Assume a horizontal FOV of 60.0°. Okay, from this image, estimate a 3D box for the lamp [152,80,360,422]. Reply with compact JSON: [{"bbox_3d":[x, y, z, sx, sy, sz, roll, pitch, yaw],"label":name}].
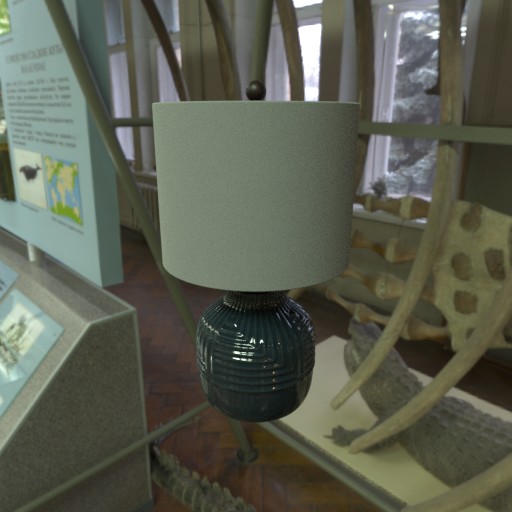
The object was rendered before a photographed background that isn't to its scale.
[{"bbox_3d":[0.000,0.000,0.769,0.318,0.567,0.318,0,18,0],"label":"lamp"}]
